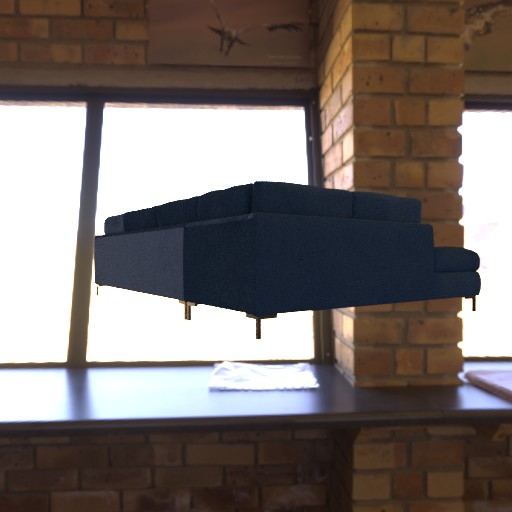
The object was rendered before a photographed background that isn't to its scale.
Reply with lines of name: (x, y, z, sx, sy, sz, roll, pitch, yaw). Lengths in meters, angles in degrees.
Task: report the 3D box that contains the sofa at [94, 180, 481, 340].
sofa: (0.000, 0.000, 3.872, 2.007, 0.815, 2.949, 0, 0, -35)
